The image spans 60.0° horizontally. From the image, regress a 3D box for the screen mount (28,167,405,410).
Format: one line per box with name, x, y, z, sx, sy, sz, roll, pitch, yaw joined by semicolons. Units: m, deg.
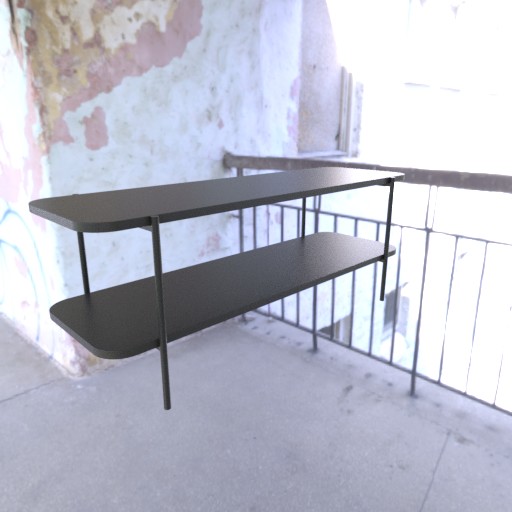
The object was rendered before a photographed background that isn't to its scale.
screen mount;0.000;0.000;1.389;1.200;0.447;0.400;-16;23;-41
